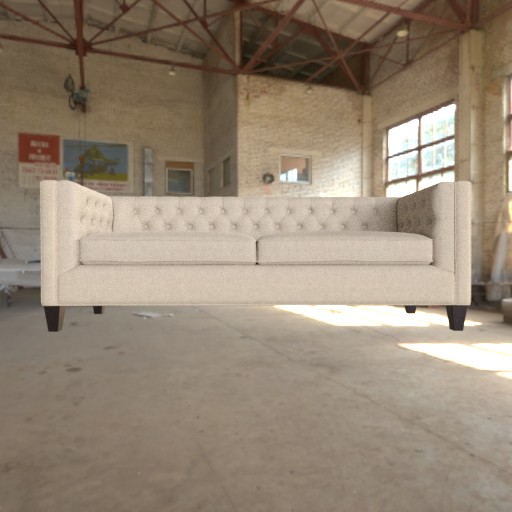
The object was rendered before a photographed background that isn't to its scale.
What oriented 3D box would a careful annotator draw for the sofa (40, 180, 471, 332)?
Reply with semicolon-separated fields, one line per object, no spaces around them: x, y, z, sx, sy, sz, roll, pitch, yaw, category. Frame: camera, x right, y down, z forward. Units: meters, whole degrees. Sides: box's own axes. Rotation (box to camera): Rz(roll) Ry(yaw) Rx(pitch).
0.000;0.000;2.592;2.159;0.762;0.775;0;0;-1;sofa
